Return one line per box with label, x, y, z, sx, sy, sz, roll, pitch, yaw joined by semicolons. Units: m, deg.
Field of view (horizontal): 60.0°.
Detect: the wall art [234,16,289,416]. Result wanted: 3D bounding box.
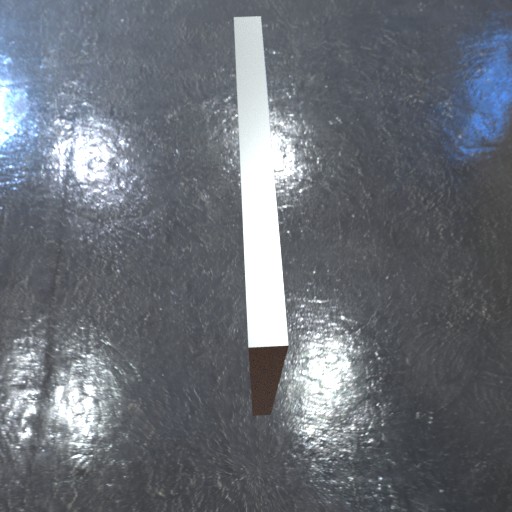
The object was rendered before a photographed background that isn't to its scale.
wall art;0.000;0.000;0.751;0.037;0.554;0.453;-3;64;-1
